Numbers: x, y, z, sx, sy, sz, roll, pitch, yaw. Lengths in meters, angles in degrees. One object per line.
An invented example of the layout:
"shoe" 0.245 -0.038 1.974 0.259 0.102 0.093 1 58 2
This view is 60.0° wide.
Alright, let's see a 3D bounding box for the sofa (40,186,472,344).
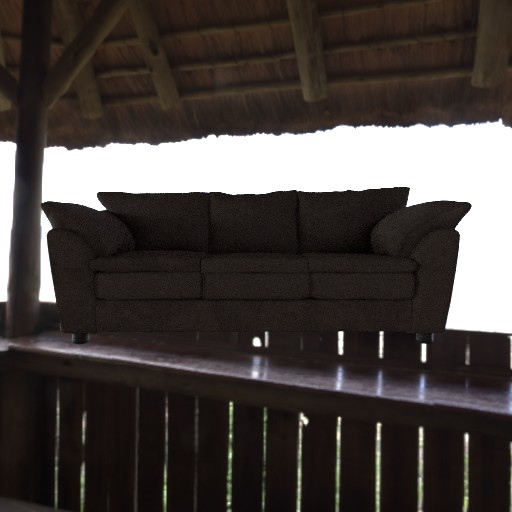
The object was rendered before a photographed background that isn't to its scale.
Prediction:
"sofa" 0.000 0.000 2.815 2.377 0.981 0.893 0 0 0
